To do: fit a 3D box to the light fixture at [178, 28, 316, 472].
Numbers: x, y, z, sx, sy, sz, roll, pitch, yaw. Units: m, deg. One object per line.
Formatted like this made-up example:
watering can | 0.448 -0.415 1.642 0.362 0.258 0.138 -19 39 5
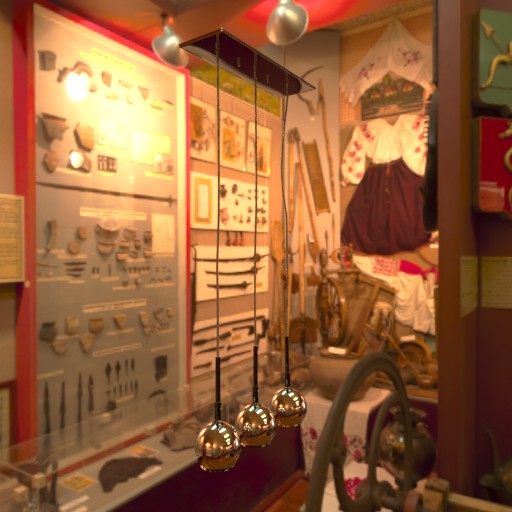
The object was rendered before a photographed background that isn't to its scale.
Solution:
light fixture | 0.000 0.000 1.675 0.188 1.408 0.623 0 1 36
